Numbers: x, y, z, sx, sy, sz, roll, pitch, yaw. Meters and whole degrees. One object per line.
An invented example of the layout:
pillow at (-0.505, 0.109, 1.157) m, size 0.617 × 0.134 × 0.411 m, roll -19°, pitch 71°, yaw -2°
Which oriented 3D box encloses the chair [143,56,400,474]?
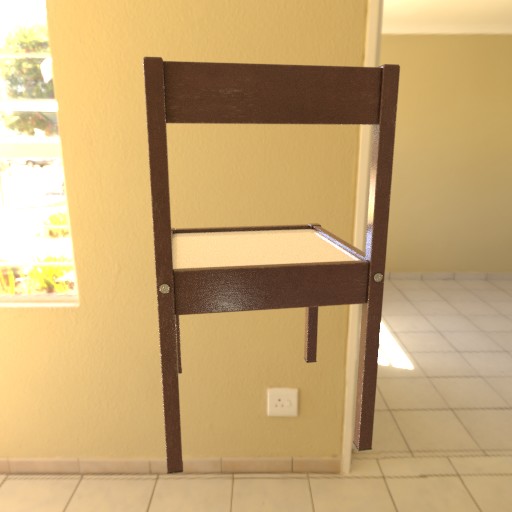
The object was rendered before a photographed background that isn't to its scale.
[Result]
chair at (0.000, 0.000, 0.674) m, size 0.285 × 0.505 × 0.285 m, roll -2°, pitch 14°, yaw -9°
